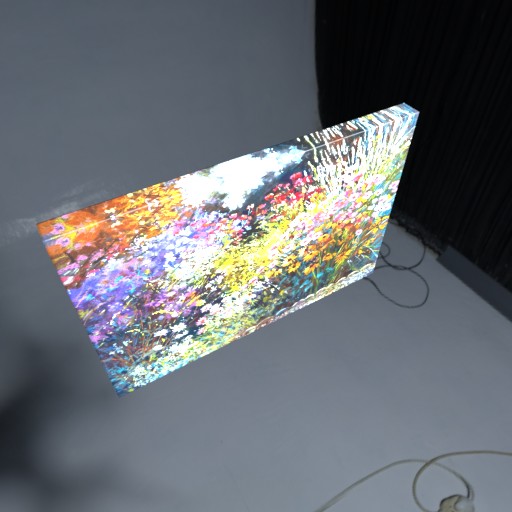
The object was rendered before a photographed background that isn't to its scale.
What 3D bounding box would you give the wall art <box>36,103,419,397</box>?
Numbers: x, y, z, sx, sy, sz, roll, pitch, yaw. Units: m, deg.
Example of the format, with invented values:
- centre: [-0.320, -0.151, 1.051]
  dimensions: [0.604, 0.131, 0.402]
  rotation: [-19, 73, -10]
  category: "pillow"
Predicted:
- centre: [0.000, 0.000, 0.792]
  dimensions: [0.610, 0.406, 0.037]
  rotation: [-23, 51, -20]
  category: "wall art"
